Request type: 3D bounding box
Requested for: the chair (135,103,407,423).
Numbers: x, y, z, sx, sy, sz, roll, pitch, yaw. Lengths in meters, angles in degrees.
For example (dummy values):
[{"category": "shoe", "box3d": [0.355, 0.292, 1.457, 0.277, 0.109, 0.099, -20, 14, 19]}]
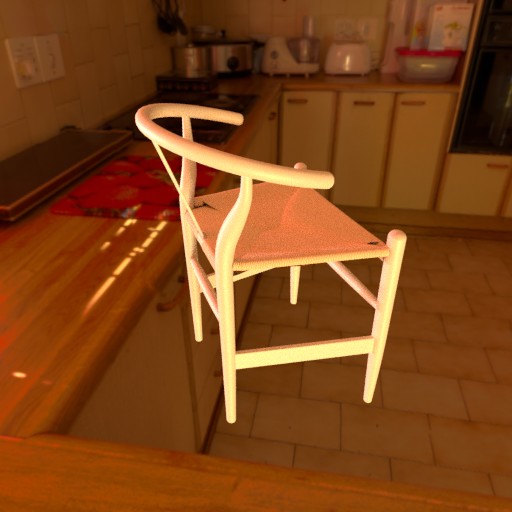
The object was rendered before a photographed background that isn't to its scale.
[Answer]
[{"category": "chair", "box3d": [0.000, 0.000, 1.124, 0.500, 0.736, 0.533, -11, 32, -18]}]
